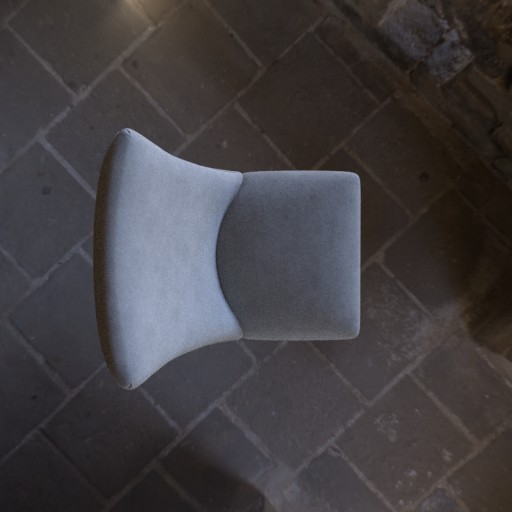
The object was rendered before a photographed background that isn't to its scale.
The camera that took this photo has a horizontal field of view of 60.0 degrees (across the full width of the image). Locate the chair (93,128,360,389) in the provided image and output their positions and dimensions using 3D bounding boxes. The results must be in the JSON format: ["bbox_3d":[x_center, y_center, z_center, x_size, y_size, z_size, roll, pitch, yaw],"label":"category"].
[{"bbox_3d":[0.000,0.000,1.241,0.610,0.902,0.495,0,91,-1],"label":"chair"}]
